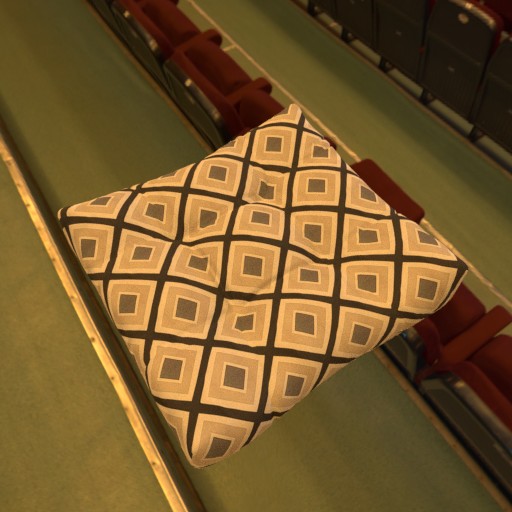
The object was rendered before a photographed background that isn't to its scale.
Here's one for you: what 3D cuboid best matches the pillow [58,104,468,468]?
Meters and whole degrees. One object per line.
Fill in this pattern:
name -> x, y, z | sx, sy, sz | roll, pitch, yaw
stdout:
pillow -> 0.000, 0.000, 0.726 | 0.490, 0.128, 0.468 | -30, 62, -17
